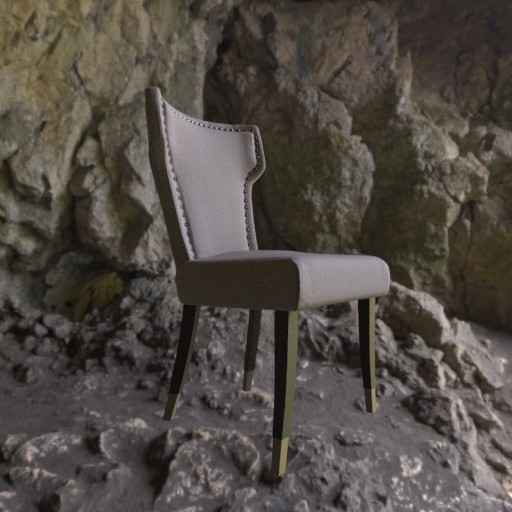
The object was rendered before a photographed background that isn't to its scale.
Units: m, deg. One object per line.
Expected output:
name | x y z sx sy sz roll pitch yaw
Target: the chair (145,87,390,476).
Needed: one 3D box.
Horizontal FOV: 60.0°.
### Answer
chair | 0.000 0.000 1.319 0.630 0.955 0.526 0 0 38
